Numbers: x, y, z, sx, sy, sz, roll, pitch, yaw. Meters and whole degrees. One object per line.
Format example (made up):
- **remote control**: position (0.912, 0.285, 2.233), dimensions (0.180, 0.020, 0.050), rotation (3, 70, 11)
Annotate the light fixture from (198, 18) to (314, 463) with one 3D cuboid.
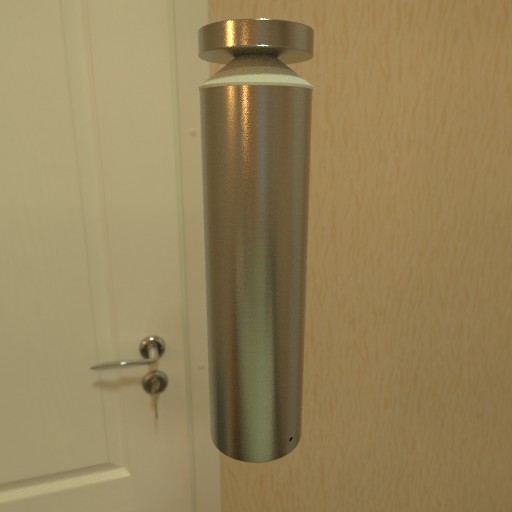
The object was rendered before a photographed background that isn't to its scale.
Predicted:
- **light fixture**: position (0.000, 0.000, 0.437), dimensions (0.102, 0.400, 0.102), rotation (15, 21, 42)
